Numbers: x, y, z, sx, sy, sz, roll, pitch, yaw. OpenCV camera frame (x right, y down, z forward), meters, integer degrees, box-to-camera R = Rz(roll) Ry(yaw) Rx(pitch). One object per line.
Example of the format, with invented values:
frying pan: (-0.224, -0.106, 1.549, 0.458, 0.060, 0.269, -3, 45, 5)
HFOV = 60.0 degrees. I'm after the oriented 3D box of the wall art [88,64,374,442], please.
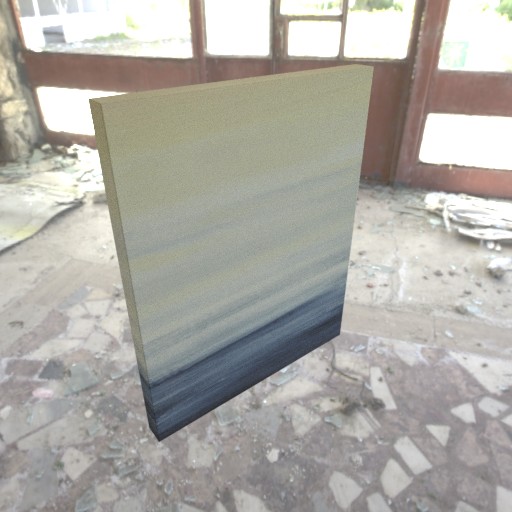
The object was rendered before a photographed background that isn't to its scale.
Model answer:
wall art: (0.000, 0.000, 0.812, 0.489, 0.608, 0.040, -22, 37, -32)
